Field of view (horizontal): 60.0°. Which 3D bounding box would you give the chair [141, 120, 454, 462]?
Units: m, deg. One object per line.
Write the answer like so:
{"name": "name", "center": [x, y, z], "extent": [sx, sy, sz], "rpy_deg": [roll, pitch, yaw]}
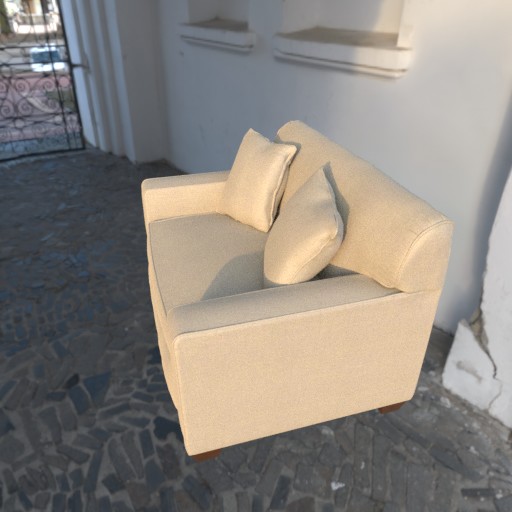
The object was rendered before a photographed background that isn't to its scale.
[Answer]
{"name": "chair", "center": [0.000, 0.000, 2.085], "extent": [1.000, 0.948, 1.383], "rpy_deg": [-9, 32, -14]}
